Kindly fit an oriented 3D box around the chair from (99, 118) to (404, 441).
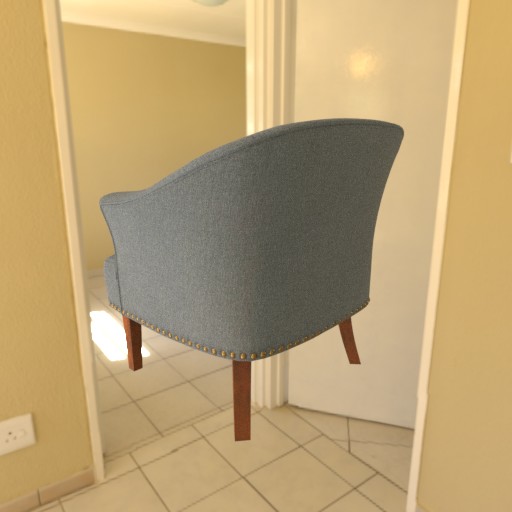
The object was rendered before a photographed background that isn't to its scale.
[{"bbox_3d":[0.000,0.000,1.402,0.704,0.815,0.798,14,21,42],"label":"chair"}]
